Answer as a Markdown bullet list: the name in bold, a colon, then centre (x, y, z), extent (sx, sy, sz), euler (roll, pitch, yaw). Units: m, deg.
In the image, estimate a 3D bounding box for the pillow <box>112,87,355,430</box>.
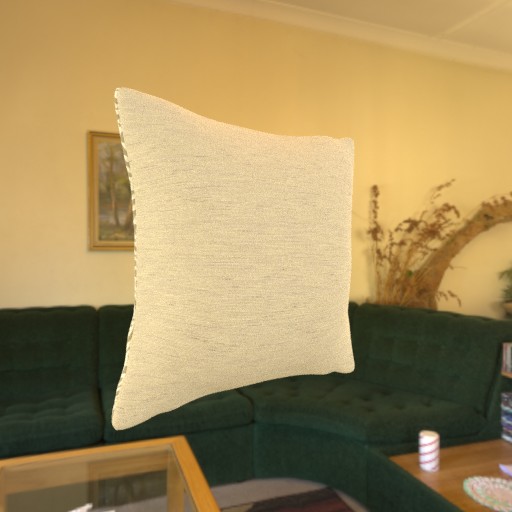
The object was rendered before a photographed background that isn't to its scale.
- **pillow**: centre (0.000, 0.000, 0.666), extent (0.438, 0.421, 0.167), euler (0, 0, -37)
